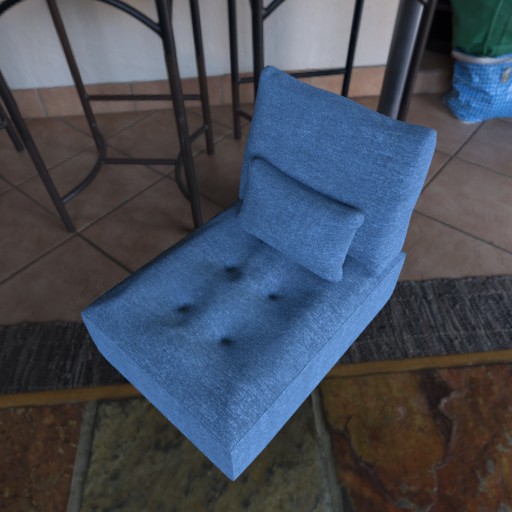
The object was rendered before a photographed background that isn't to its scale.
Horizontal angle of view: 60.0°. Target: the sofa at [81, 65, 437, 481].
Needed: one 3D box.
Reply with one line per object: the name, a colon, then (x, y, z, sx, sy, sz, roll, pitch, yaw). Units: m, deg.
sofa: (0.000, 0.000, 1.498, 0.700, 0.820, 1.000, 33, 55, 27)
